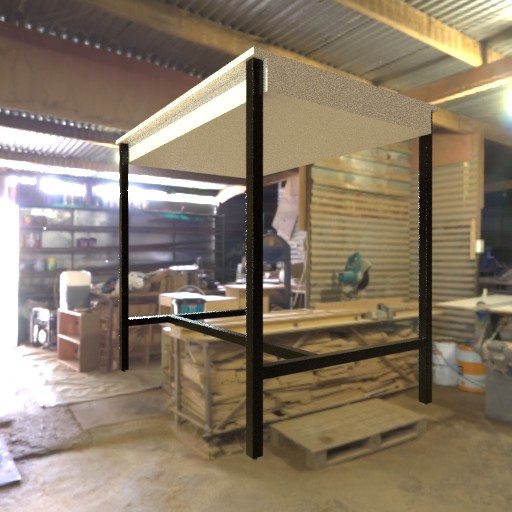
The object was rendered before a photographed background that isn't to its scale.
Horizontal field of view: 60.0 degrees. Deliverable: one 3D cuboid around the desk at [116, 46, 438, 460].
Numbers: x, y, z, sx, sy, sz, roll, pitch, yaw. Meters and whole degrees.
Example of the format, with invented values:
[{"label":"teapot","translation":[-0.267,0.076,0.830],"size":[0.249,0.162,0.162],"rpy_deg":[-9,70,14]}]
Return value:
[{"label":"desk","translation":[0.000,0.000,1.305],"size":[0.573,0.766,0.811],"rpy_deg":[0,0,-35]}]
